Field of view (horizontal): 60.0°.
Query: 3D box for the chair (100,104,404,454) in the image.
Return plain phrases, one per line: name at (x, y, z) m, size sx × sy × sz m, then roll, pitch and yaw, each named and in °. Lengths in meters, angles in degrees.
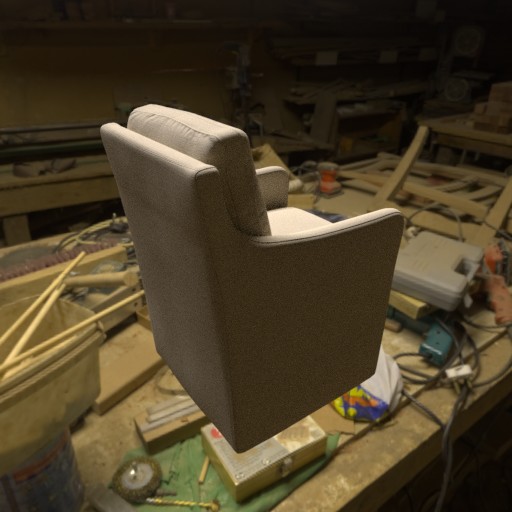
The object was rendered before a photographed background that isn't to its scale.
chair at (0.000, 0.000, 1.414) m, size 0.694 × 0.914 × 0.626 m, roll -18°, pitch 32°, yaw -31°
